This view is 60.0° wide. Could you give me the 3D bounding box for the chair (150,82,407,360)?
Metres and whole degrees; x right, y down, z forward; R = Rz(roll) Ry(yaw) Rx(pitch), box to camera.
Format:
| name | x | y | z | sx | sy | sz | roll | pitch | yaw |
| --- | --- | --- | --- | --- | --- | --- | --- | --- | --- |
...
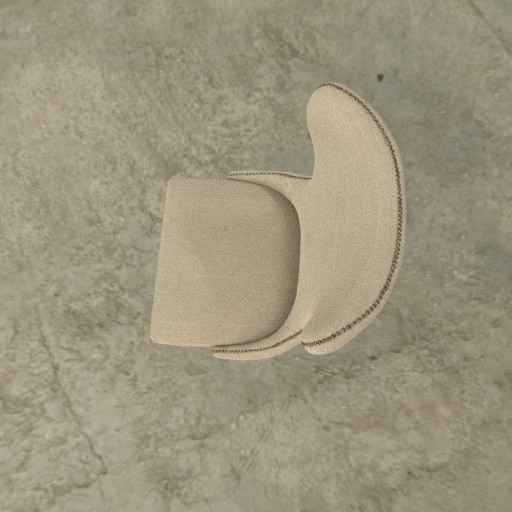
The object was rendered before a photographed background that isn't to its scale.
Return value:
| name | x | y | z | sx | sy | sz | roll | pitch | yaw |
| --- | --- | --- | --- | --- | --- | --- | --- | --- | --- |
| chair | 0.000 | 0.000 | 1.374 | 0.635 | 0.967 | 0.628 | 3 | 75 | 1 |
